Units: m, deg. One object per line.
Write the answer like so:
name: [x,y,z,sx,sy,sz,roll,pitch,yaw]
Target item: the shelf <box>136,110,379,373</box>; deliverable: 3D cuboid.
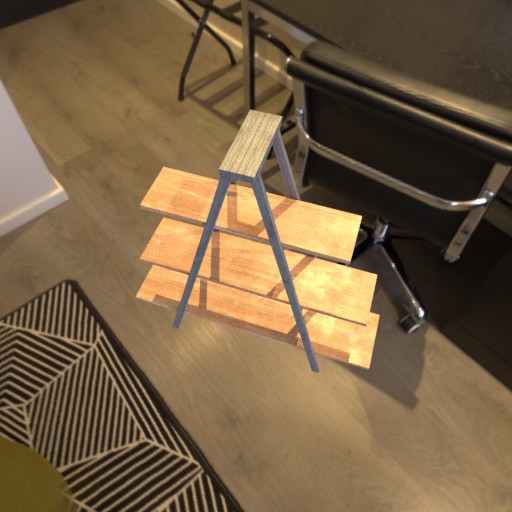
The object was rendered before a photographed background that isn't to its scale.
shelf: [0.000,0.000,2.713,1.746,1.808,0.508,15,57,10]
